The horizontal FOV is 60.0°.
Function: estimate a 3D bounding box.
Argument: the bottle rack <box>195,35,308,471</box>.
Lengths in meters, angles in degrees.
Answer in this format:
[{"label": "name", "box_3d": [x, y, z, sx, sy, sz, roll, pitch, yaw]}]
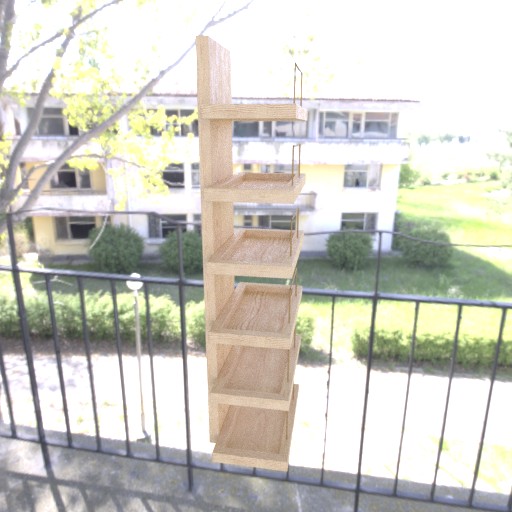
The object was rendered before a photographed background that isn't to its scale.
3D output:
[{"label": "bottle rack", "box_3d": [0.000, 0.000, 1.073, 0.206, 0.943, 0.330, 3, 16, 10]}]
